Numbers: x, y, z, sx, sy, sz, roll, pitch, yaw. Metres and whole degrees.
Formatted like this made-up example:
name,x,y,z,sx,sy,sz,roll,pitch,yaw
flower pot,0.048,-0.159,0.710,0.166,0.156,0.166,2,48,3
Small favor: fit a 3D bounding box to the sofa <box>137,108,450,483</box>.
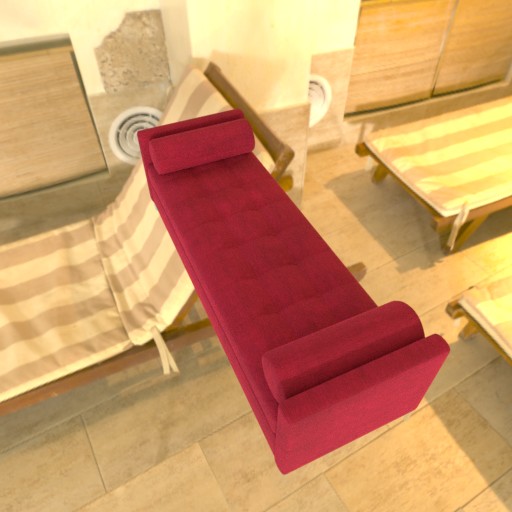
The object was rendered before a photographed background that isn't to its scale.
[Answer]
name,x,y,z,sx,sy,sz,roll,pitch,yaw
sofa,0.000,0.000,2.362,0.686,0.635,1.981,-18,49,-17
